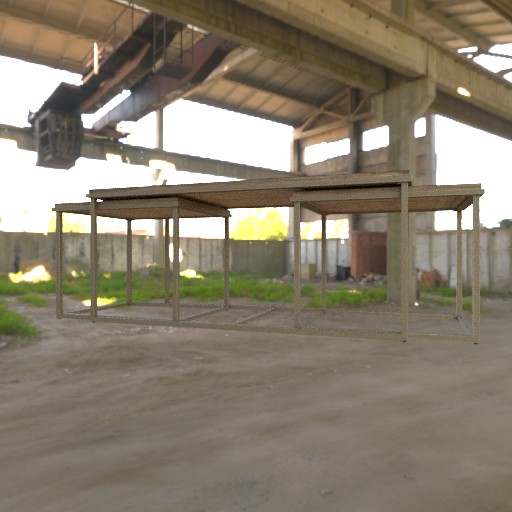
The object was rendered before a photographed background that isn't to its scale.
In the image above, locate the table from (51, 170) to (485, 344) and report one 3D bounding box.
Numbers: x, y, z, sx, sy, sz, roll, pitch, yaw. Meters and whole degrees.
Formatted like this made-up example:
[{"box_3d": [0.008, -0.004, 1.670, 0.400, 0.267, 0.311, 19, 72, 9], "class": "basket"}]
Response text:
[{"box_3d": [0.000, 0.000, 1.480, 1.312, 0.427, 0.489, 0, 0, 19], "class": "table"}]
